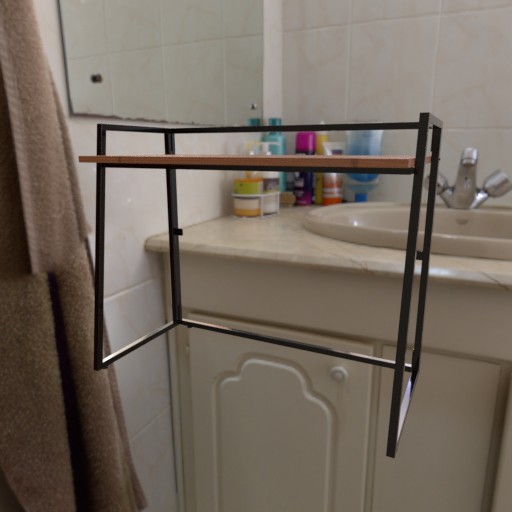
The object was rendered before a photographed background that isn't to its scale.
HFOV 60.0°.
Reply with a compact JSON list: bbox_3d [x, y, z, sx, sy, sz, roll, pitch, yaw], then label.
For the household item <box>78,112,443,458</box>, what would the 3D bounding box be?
[{"bbox_3d":[0.000,0.000,1.481,1.050,0.860,0.510,7,15,26],"label":"household item"}]
